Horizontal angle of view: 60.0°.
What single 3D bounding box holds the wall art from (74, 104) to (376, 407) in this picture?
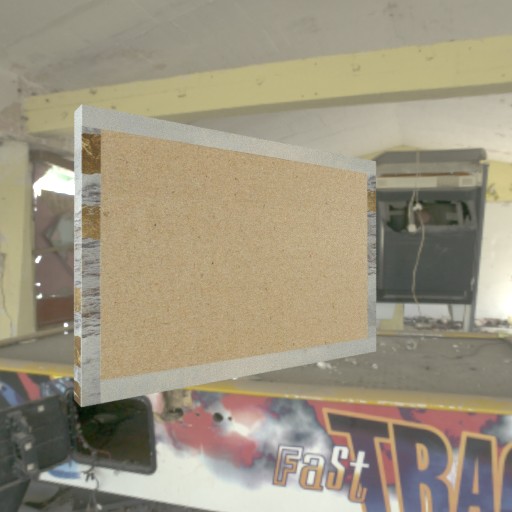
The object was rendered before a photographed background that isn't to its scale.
[{"bbox_3d":[0.000,0.000,0.788,0.606,0.407,0.041,0,0,-36],"label":"wall art"}]
